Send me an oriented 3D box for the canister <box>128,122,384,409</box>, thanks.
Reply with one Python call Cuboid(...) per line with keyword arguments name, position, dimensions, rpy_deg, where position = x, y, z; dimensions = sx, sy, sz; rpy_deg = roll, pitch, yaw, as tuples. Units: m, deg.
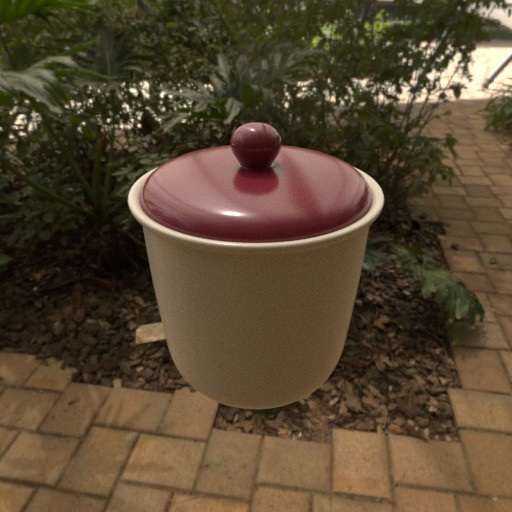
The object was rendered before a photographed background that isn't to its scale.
Cuboid(name="canister", position=(0.000, 0.000, 0.353), dimensions=(0.182, 0.208, 0.182), rpy_deg=(0, 30, 0))
